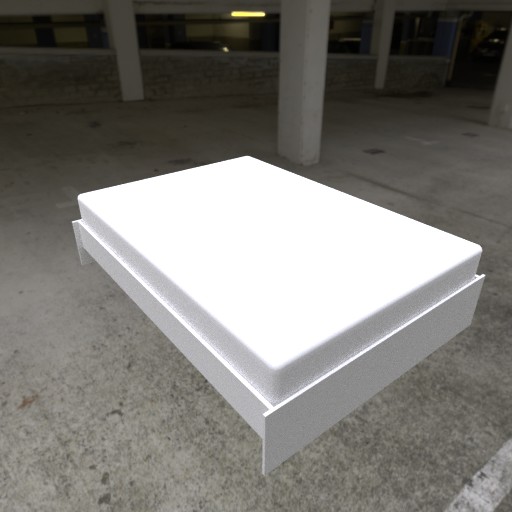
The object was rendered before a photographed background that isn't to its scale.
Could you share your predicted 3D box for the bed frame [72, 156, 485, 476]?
[{"bbox_3d":[0.000,0.000,2.570,1.445,0.497,1.945,-21,36,-32],"label":"bed frame"}]
